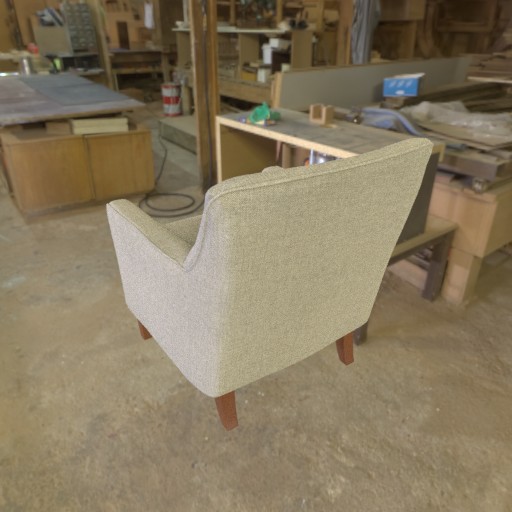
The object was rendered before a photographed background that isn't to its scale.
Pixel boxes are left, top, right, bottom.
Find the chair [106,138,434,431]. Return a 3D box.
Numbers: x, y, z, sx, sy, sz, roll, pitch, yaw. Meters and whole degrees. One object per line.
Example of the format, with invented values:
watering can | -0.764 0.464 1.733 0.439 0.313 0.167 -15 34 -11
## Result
chair | 0.000 0.000 1.822 0.887 1.047 0.993 -18 34 -30
